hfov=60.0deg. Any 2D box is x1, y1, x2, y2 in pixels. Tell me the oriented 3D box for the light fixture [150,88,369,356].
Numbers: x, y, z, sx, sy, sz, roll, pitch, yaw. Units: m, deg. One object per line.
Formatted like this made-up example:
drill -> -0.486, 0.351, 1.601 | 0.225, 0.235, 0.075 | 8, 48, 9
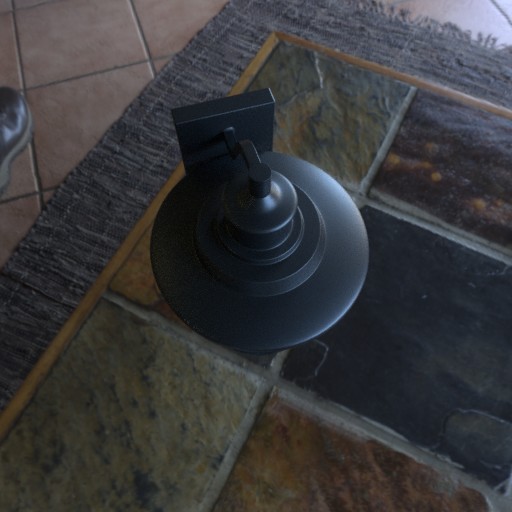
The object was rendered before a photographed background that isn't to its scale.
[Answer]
light fixture -> 0.000, 0.000, 0.511 | 0.222, 0.345, 0.252 | -15, 65, -7
